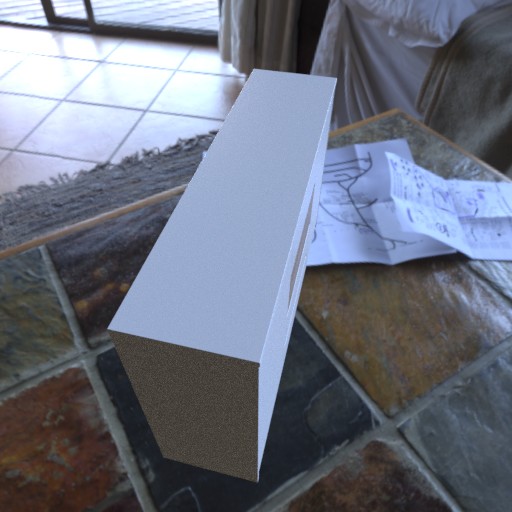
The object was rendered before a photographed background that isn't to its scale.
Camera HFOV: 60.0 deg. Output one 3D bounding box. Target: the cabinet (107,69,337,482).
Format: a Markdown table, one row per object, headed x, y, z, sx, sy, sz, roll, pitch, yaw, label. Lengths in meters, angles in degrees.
| x | y | z | sx | sy | sz | roll | pitch | yaw | label |
| --- | --- | --- | --- | --- | --- | --- | --- | --- | --- |
| 0.000 | 0.000 | 1.847 | 0.380 | 0.900 | 1.450 | 10 | 48 | 9 | cabinet |
